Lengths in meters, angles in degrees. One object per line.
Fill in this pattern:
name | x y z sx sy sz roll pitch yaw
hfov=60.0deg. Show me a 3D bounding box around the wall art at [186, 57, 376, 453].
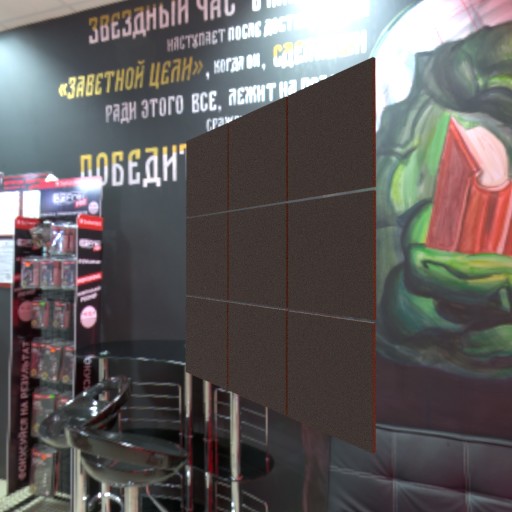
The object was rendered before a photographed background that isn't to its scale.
wall art | 0.000 0.000 2.315 0.017 1.521 1.527 0 -1 -37
